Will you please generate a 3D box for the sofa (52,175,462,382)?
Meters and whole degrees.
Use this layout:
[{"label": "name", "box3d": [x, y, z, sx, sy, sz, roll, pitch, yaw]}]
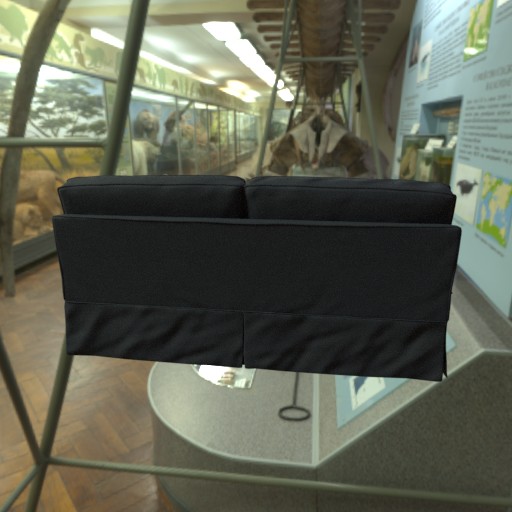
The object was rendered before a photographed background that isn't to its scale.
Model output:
[{"label": "sofa", "box3d": [0.000, 0.000, 2.880, 2.256, 1.094, 0.983, 2, 16, 8]}]
